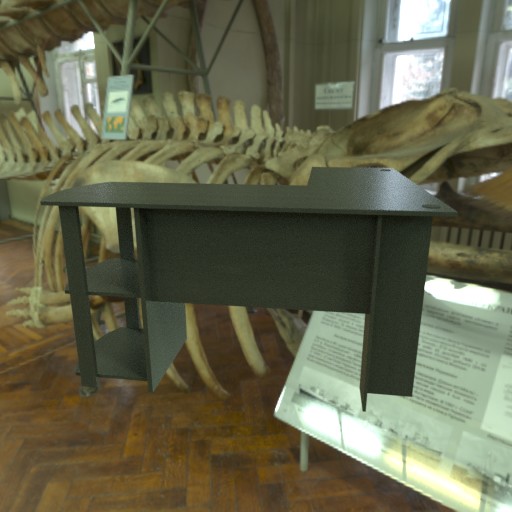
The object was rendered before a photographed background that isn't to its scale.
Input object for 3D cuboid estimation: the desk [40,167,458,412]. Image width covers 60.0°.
[{"bbox_3d":[0.000,0.000,2.082,1.361,0.716,1.303,2,17,8],"label":"desk"}]
